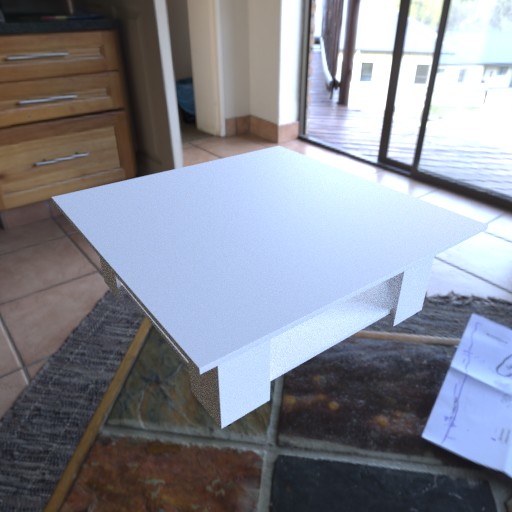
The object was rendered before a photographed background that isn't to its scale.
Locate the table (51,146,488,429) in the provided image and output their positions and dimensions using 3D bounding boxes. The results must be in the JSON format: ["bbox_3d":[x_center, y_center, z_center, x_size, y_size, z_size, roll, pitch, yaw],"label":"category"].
[{"bbox_3d":[0.000,0.000,1.343,0.890,0.305,0.890,-21,36,-31],"label":"table"}]
